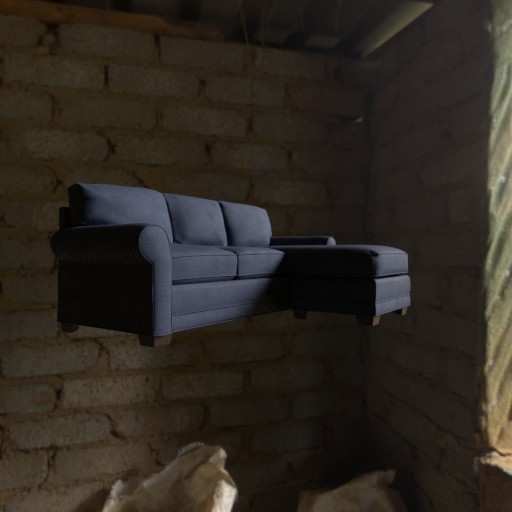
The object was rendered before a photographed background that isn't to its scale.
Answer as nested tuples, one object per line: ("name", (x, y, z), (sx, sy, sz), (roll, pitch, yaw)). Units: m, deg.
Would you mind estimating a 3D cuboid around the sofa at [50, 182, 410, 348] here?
("sofa", (0.000, 0.000, 3.565), (1.780, 1.063, 2.567), (0, 0, 35))
